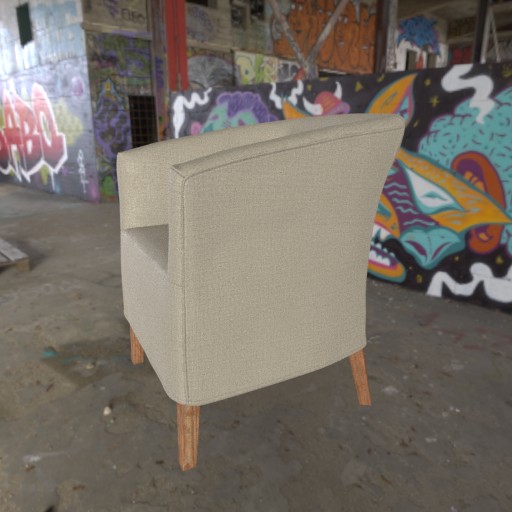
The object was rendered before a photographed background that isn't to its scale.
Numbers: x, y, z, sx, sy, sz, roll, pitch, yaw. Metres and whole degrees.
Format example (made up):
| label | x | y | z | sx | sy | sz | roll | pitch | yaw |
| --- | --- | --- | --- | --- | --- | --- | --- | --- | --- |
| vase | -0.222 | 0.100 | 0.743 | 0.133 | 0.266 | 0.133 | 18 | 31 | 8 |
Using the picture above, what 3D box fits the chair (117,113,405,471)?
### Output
| label | x | y | z | sx | sy | sz | roll | pitch | yaw |
| --- | --- | --- | --- | --- | --- | --- | --- | --- | --- |
| chair | 0.000 | 0.000 | 1.248 | 0.668 | 0.771 | 0.600 | -8 | 18 | -26 |
